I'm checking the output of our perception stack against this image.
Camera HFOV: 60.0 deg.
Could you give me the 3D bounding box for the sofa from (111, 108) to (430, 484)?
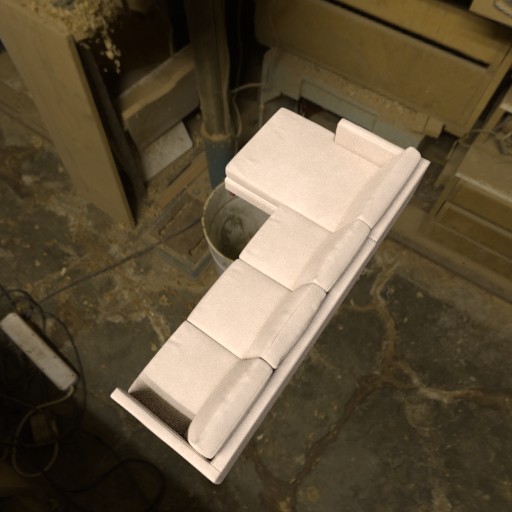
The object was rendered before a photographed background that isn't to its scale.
[{"bbox_3d":[0.000,0.000,3.839,1.625,0.846,3.186,33,67,15],"label":"sofa"}]
